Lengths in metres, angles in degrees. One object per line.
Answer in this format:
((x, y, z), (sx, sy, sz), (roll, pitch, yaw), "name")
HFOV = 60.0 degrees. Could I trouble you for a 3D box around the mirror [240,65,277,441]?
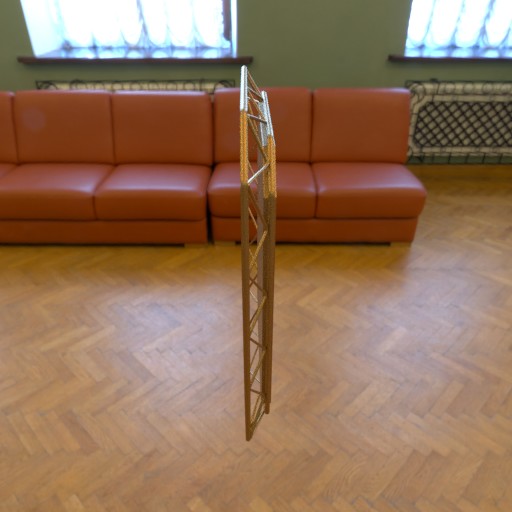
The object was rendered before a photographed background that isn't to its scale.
((0.000, 0.000, 0.755), (0.042, 0.566, 0.417), (-1, 33, -1), "mirror")
